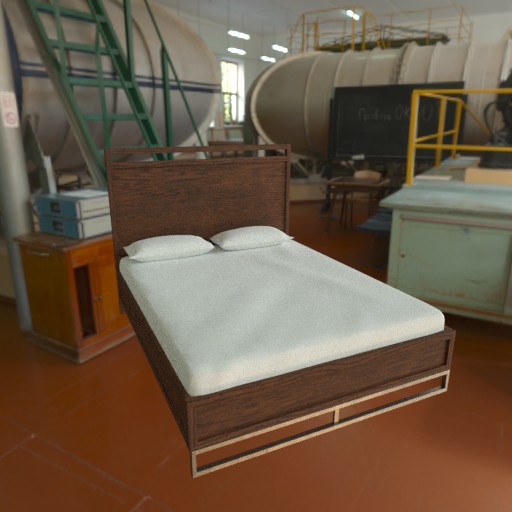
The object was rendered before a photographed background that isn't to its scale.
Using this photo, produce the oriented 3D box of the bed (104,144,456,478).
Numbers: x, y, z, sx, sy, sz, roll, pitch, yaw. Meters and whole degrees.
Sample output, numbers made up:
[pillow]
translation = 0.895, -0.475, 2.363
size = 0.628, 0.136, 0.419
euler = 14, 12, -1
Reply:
[bed]
translation = 0.000, 0.000, 3.318
size = 1.765, 1.487, 2.218
euler = -8, 19, -24
